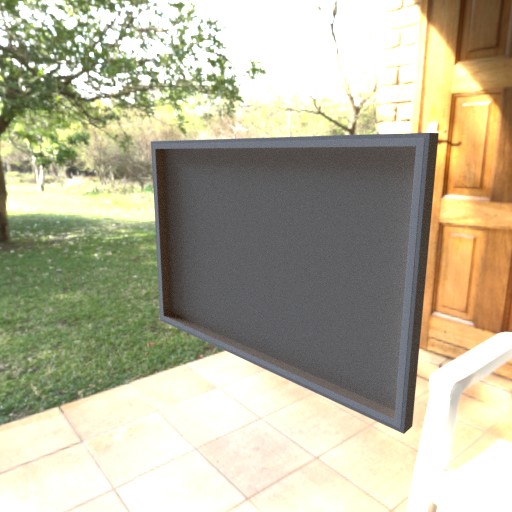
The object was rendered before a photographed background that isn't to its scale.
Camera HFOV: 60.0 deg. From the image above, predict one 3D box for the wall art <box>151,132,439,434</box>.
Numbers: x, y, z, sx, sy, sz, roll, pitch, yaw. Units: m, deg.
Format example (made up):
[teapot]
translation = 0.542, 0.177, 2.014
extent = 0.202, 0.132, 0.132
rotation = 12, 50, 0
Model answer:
[wall art]
translation = 0.000, 0.000, 1.188
extent = 0.915, 0.610, 0.038
rotation = 13, 18, 43
